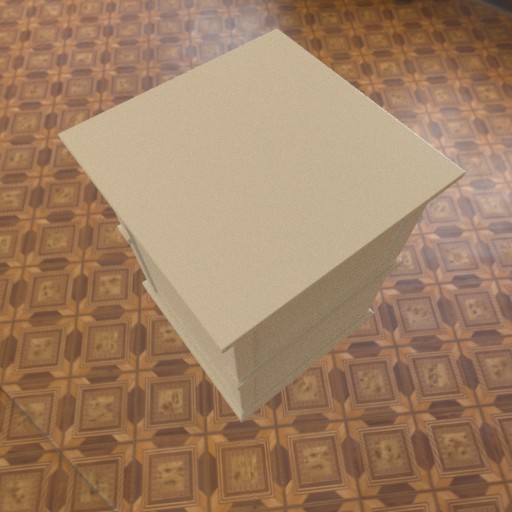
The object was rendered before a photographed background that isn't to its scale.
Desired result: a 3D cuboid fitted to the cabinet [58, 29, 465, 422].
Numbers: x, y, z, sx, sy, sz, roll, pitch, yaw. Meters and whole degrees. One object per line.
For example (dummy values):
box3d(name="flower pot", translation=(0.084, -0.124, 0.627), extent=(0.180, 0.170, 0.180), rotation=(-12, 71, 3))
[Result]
box3d(name="cabinet", translation=(0.000, 0.000, 1.165), extent=(0.547, 0.775, 0.544), rotation=(-34, 65, -18))
